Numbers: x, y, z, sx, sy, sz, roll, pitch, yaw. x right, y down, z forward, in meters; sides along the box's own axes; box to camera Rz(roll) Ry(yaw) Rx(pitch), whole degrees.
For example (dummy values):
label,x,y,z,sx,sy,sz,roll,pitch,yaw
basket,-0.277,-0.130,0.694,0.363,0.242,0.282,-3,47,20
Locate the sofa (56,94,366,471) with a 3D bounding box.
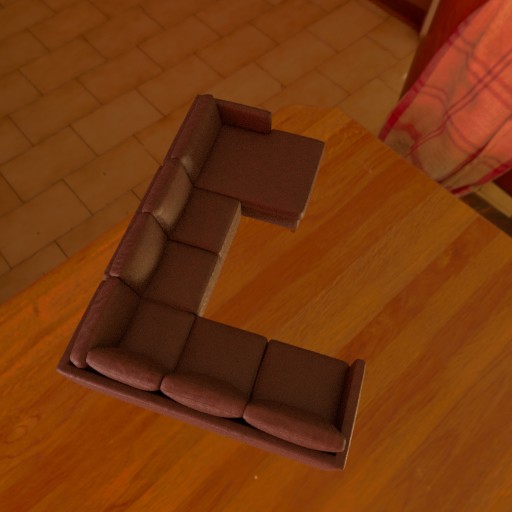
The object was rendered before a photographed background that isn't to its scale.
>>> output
label,x,y,z,sx,sy,sz,roll,pitch,yaw
sofa,0.000,0.000,4.607,2.593,0.923,3.460,16,65,8
